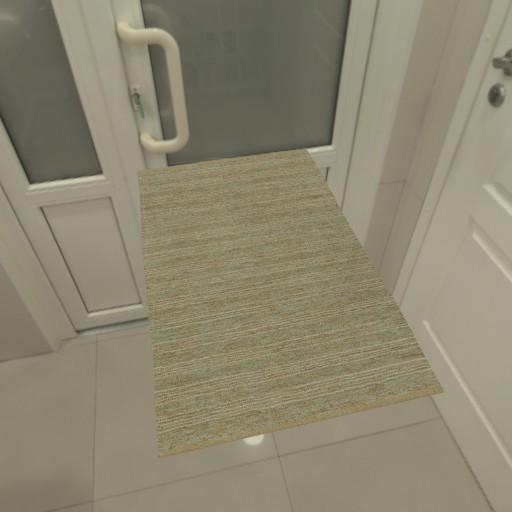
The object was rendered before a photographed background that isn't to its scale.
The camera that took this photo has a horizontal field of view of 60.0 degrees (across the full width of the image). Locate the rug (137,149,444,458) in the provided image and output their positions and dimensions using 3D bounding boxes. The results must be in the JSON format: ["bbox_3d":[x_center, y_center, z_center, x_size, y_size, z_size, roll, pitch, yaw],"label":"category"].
[{"bbox_3d":[0.000,0.000,3.094,1.540,0.012,2.448,-9,46,-9],"label":"rug"}]
